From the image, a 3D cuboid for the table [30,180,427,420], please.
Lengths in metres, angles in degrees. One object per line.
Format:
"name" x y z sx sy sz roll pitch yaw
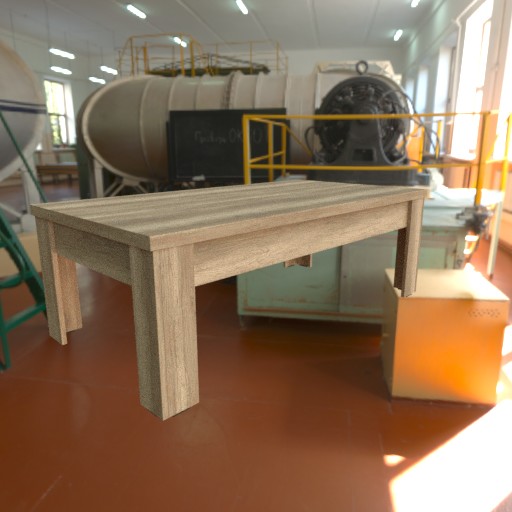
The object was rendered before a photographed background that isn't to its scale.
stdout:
"table" 0.000 0.000 1.700 0.700 0.460 1.350 14 20 43
